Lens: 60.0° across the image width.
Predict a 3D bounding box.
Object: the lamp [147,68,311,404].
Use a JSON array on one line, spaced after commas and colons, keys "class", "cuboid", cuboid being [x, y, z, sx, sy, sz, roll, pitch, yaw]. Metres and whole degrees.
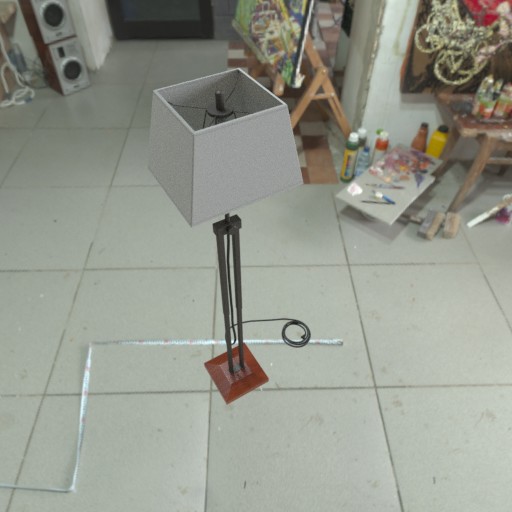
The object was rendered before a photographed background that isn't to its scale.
[{"class": "lamp", "cuboid": [0.000, 0.000, 2.022, 0.745, 1.712, 0.472, -24, 51, -20]}]
